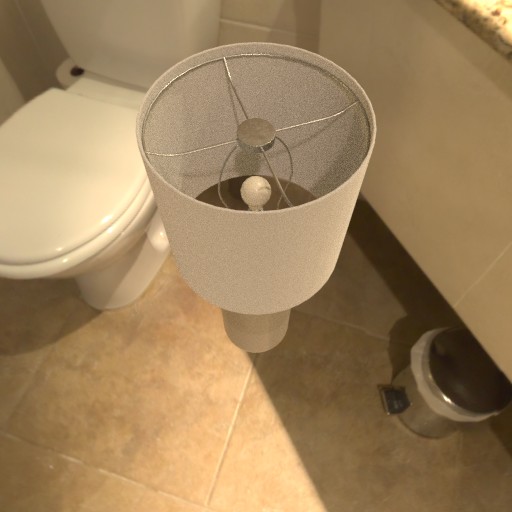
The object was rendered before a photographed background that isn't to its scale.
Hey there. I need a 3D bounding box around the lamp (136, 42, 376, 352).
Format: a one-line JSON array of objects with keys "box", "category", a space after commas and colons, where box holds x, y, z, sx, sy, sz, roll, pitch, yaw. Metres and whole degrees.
[{"box": [0.000, 0.000, 0.606, 0.212, 0.493, 0.212, -16, 61, -9], "category": "lamp"}]
